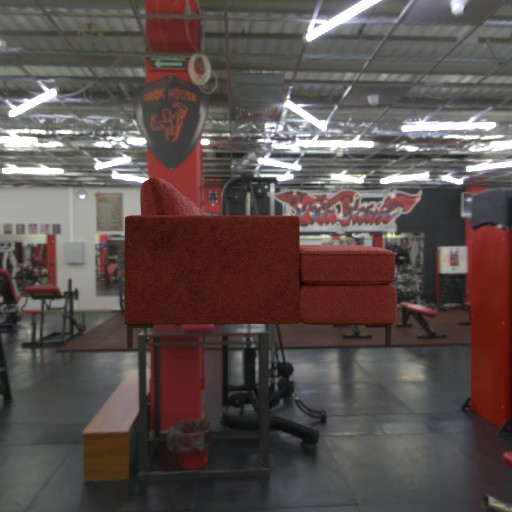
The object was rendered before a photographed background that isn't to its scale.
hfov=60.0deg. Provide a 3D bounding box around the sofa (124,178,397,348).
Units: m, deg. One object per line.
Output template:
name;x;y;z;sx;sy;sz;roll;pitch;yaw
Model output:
sofa;0.000;0.000;4.086;1.500;0.967;3.400;0;1;-1
